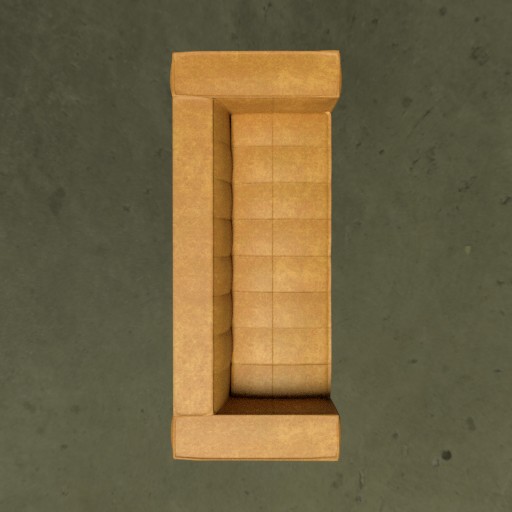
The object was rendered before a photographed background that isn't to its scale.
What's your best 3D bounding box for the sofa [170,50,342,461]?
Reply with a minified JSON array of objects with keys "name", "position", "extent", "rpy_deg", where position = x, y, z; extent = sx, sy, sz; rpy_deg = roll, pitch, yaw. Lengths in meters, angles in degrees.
[{"name":"sofa","position":[0.000,0.000,3.077],"extent":[1.102,0.701,2.581],"rpy_deg":[0,91,0]}]
